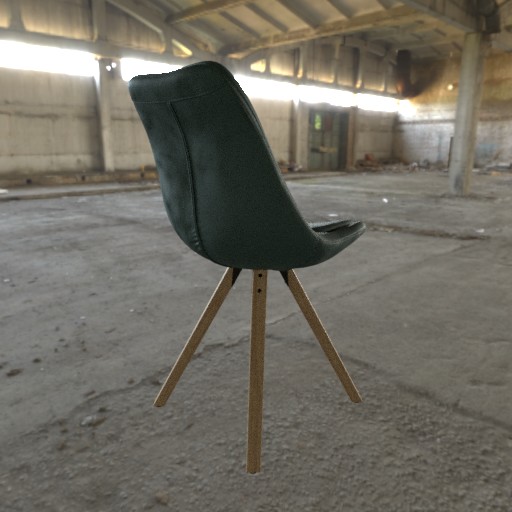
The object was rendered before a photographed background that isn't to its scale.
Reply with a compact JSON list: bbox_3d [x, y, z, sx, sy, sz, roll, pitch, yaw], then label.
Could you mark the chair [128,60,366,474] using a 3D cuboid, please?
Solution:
[{"bbox_3d":[0.000,0.000,1.169,0.483,0.865,0.547,13,19,43],"label":"chair"}]
